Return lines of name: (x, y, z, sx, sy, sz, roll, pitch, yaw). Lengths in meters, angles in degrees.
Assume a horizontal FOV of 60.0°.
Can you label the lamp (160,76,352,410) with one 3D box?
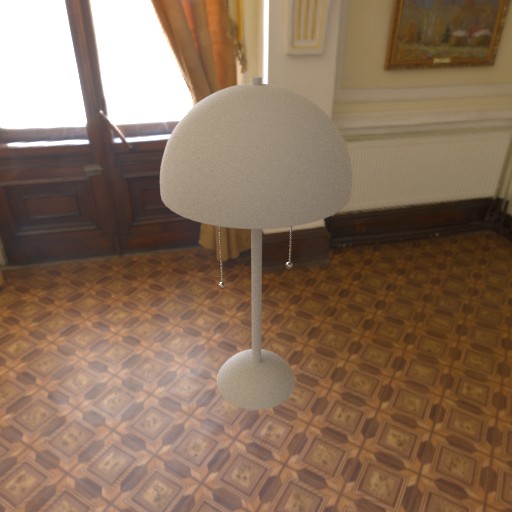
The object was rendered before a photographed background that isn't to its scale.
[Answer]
lamp: (0.000, 0.000, 0.438, 0.171, 0.330, 0.171, 0, 29, 0)
